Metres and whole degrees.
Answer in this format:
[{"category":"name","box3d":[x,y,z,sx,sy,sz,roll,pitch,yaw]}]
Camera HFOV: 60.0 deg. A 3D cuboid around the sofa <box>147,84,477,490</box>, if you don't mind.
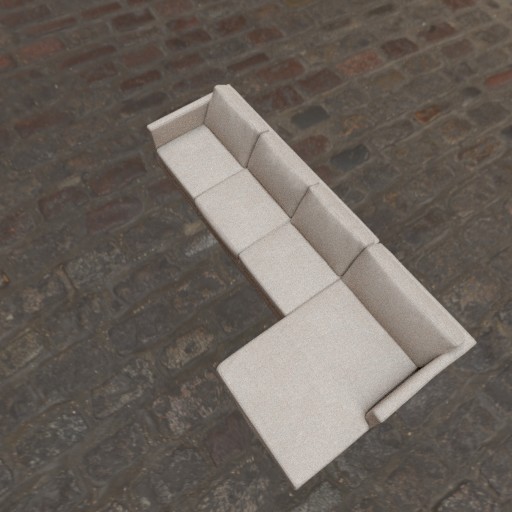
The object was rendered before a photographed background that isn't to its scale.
[{"category":"sofa","box3d":[0.000,0.000,3.747,1.625,0.846,3.186,-33,68,-15]}]
